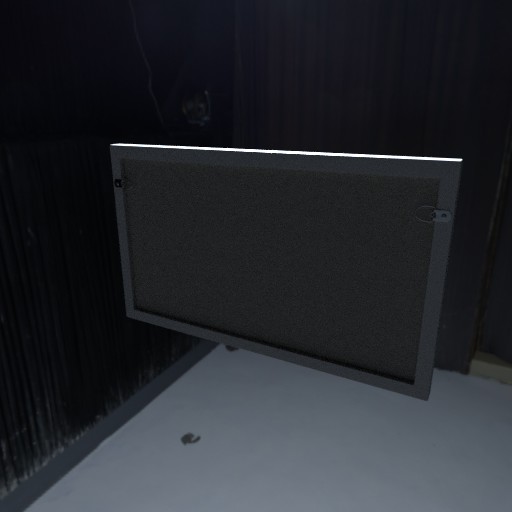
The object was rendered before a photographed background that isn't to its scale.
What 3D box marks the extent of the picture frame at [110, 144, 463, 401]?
[{"bbox_3d":[0.000,0.000,0.814,0.647,0.379,0.044,10,20,27],"label":"picture frame"}]
